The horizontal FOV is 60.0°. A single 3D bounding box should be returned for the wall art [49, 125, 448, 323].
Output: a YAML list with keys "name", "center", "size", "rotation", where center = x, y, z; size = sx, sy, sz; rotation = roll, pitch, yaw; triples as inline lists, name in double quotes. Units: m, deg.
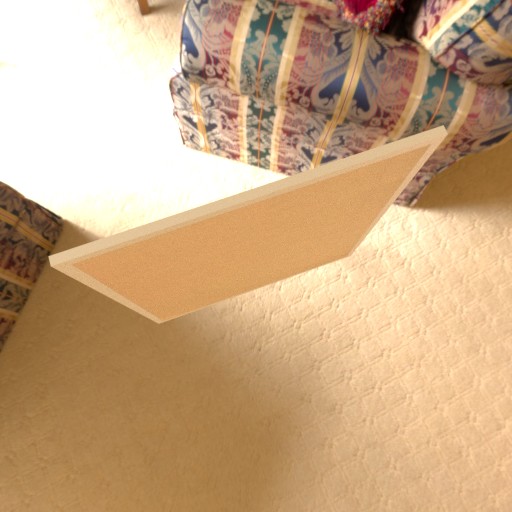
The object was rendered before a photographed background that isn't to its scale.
- name: "wall art"
  center: [0.000, 0.000, 0.777]
  size: [0.482, 0.557, 0.012]
  rotation: [-19, 76, -5]
